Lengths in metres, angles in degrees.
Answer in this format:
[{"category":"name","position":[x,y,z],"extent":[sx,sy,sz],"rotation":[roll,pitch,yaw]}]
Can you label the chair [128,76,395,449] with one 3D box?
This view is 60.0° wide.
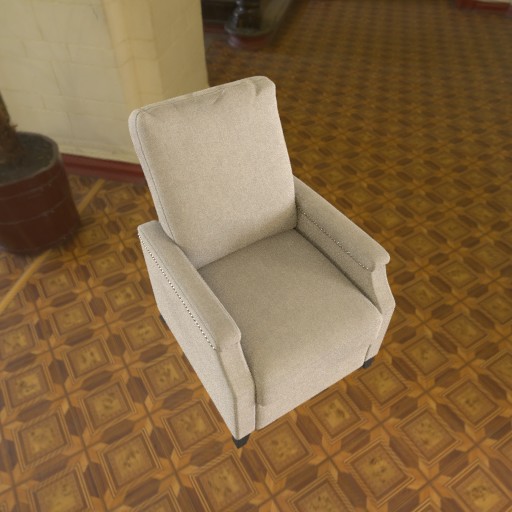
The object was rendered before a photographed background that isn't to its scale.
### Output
[{"category":"chair","position":[0.000,0.000,1.709],"extent":[0.710,1.049,0.922],"rotation":[-24,51,-22]}]
